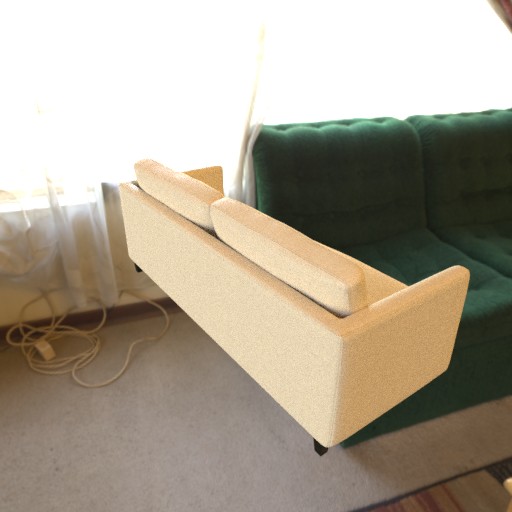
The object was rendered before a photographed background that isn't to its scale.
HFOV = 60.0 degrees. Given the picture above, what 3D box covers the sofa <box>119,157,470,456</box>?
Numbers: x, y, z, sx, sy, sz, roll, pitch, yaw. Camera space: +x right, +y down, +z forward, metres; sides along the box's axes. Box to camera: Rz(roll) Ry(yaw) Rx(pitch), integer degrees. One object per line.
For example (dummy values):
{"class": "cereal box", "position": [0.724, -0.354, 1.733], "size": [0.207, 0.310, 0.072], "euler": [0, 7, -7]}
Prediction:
{"class": "sofa", "position": [0.000, 0.000, 2.939], "size": [0.948, 0.965, 2.434], "euler": [-18, 32, -31]}
